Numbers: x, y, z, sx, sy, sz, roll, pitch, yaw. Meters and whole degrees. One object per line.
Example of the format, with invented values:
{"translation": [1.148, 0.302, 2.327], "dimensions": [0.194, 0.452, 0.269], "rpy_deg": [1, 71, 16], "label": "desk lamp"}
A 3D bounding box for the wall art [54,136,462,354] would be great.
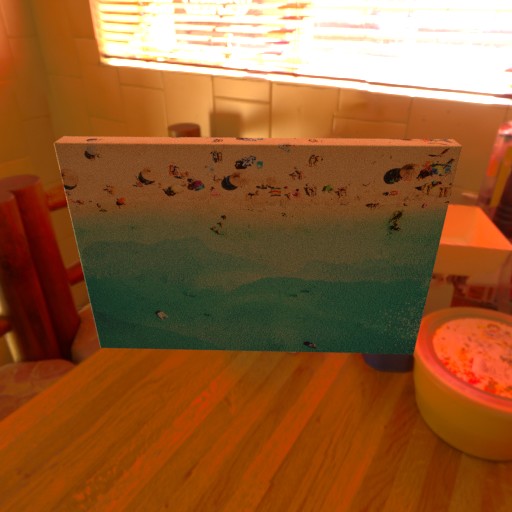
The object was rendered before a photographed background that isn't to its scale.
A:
{"translation": [0.000, 0.000, 0.777], "dimensions": [0.609, 0.406, 0.039], "rpy_deg": [1, 30, 1], "label": "wall art"}
